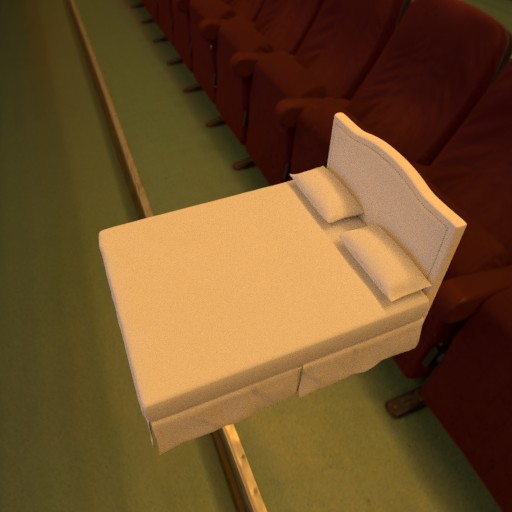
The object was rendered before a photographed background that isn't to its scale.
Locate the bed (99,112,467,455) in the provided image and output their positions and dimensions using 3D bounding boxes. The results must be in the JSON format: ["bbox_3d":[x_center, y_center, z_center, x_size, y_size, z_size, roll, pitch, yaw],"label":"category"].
[{"bbox_3d":[0.000,0.000,3.719,2.477,1.437,1.977,-17,48,-16],"label":"bed"}]
